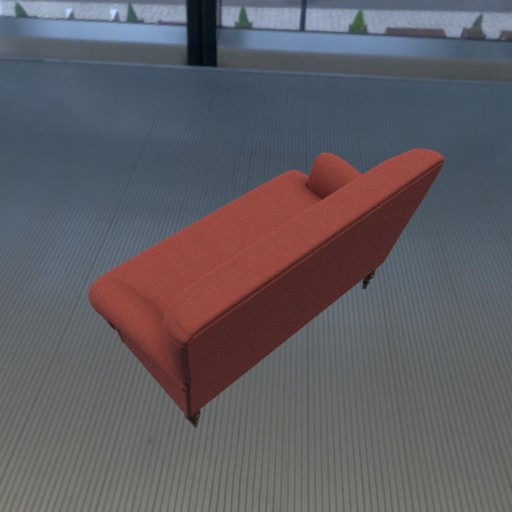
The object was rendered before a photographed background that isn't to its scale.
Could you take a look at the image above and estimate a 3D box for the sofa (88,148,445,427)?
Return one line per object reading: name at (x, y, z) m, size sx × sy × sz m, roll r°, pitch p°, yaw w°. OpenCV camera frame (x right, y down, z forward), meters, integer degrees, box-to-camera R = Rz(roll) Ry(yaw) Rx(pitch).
sofa at (0.000, 0.000, 1.851) m, size 1.297 × 0.889 × 0.779 m, roll -33°, pitch 56°, yaw -27°
